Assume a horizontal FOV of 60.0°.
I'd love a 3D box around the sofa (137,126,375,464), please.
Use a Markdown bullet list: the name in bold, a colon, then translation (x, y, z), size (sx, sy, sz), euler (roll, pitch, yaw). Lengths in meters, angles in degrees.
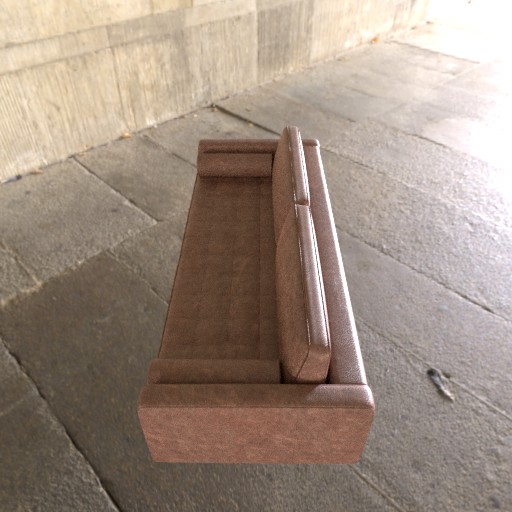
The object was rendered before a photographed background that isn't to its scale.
- **sofa**: translation (0.000, 0.000, 2.575), size (0.914, 0.762, 2.210), euler (0, 41, 0)
